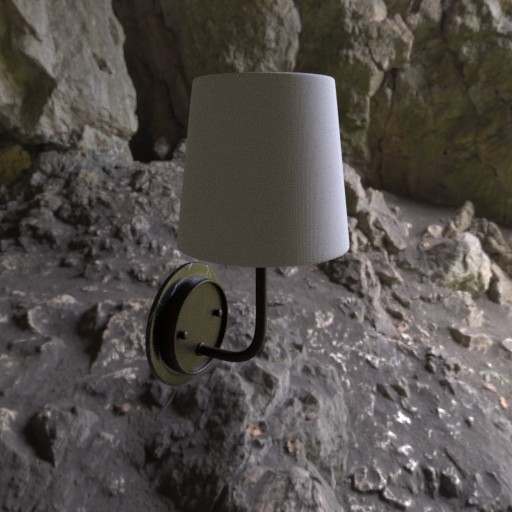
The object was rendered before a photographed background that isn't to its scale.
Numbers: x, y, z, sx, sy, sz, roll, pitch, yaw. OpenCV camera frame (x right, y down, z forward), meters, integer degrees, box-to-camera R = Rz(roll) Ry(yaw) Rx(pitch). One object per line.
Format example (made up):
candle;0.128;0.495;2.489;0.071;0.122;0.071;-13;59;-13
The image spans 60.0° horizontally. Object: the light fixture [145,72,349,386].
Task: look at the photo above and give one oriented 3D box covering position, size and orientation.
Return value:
light fixture;0.000;0.000;0.456;0.188;0.337;0.168;8;18;27
